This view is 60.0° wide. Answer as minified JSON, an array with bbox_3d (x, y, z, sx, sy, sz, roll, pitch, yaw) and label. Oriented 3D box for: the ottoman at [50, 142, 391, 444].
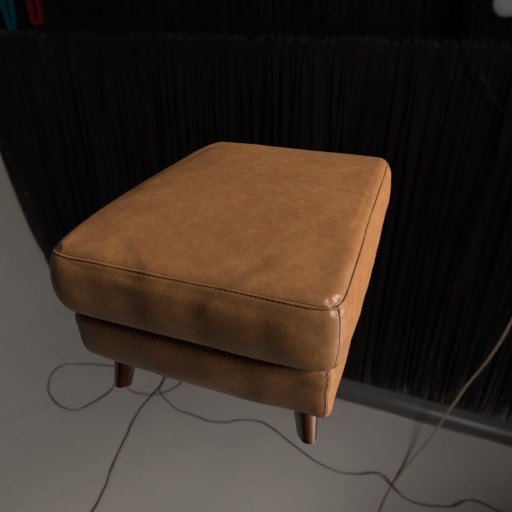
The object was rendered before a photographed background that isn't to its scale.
[{"bbox_3d":[0.000,0.000,1.206,0.630,0.461,0.869,10,31,17],"label":"ottoman"}]
